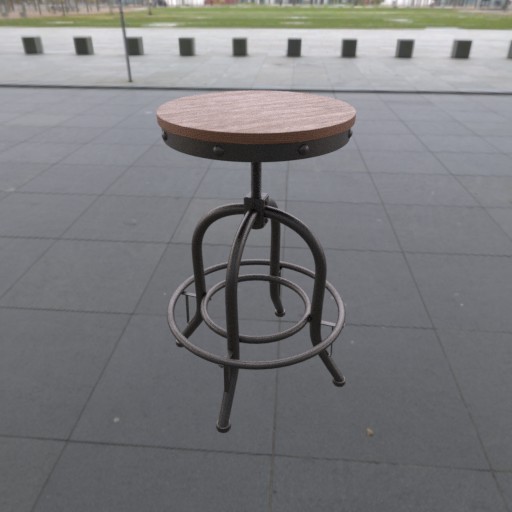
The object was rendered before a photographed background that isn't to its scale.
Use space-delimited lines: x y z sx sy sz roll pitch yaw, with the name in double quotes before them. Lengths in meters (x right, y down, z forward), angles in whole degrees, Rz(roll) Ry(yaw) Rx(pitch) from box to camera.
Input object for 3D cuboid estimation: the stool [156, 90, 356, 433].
"stool" 0.000 0.000 0.940 0.439 0.609 0.439 10 31 17
